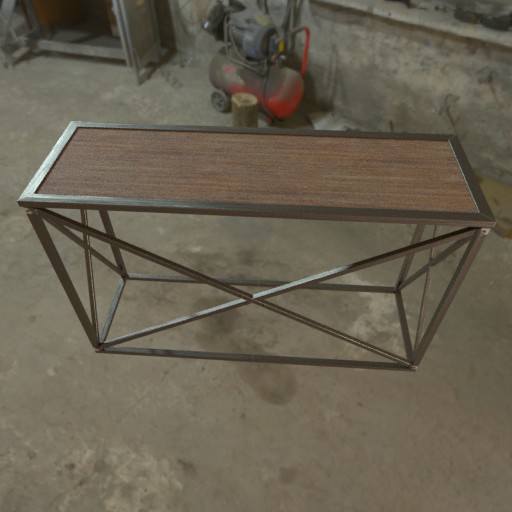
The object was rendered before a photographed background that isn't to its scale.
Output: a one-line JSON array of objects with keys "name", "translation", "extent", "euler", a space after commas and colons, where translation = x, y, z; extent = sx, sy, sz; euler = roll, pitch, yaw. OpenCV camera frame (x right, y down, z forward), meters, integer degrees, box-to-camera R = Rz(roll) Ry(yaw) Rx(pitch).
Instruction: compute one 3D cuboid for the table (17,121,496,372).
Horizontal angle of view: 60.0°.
[{"name": "table", "translation": [0.000, 0.000, 1.530], "extent": [1.216, 0.753, 0.402], "euler": [3, 47, 3]}]
